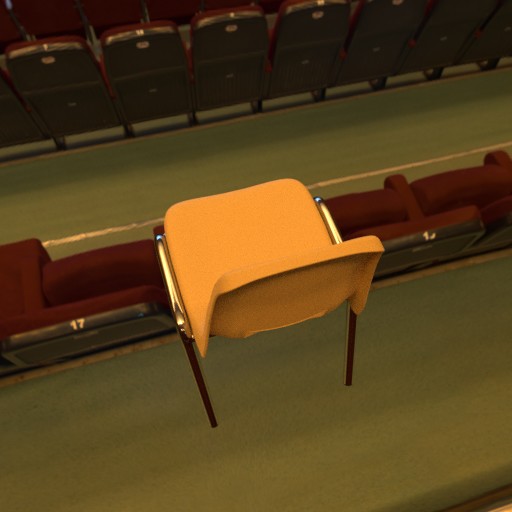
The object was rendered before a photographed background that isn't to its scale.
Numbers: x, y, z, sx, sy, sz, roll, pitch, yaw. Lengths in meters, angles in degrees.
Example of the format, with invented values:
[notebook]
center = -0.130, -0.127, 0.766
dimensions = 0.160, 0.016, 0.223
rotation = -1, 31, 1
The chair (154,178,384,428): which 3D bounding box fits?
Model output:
[chair]
center = 0.000, 0.000, 0.821
dimensions = 0.354, 0.586, 0.423
rotation = -14, 59, -9
